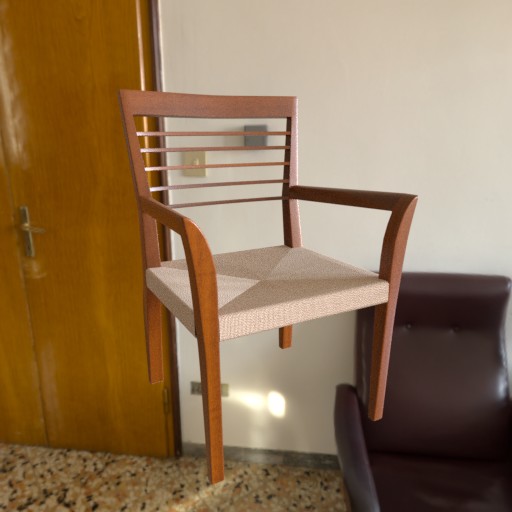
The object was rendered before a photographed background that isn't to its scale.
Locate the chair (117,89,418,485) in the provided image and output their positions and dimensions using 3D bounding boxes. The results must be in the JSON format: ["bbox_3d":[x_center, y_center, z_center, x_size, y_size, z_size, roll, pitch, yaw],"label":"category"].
[{"bbox_3d":[0.000,0.000,1.192,0.587,0.855,0.540,-8,18,-27],"label":"chair"}]
